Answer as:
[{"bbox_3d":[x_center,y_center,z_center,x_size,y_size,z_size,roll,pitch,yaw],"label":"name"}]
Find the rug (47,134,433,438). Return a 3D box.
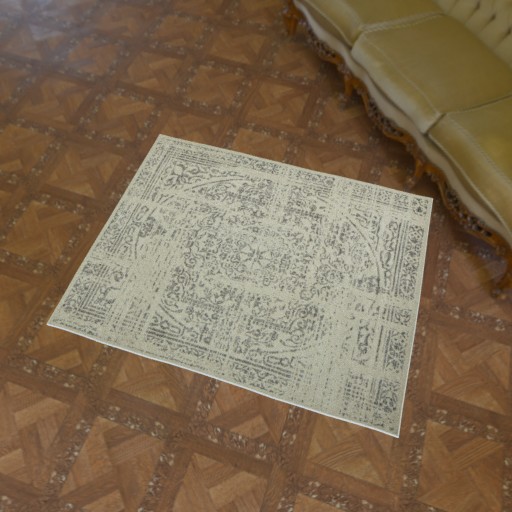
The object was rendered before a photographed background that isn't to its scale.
[{"bbox_3d":[0.000,0.000,3.994,2.921,0.032,2.311,15,60,9],"label":"rug"}]
